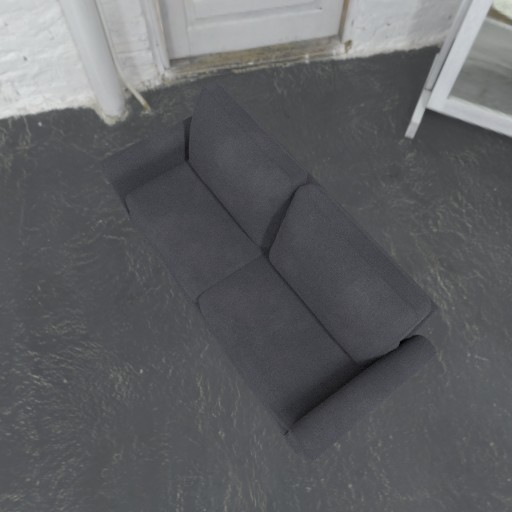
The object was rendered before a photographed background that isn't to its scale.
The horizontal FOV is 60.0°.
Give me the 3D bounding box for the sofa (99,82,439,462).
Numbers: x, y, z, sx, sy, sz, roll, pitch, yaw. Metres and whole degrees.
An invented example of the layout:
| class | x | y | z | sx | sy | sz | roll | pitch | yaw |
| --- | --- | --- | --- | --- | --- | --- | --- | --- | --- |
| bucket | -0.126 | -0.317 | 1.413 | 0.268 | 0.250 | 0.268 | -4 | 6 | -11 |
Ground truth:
| class | x | y | z | sx | sy | sz | roll | pitch | yaw |
| --- | --- | --- | --- | --- | --- | --- | --- | --- | --- |
| sofa | 0.000 | 0.000 | 2.416 | 0.842 | 0.942 | 1.935 | -33 | 68 | -16 |
